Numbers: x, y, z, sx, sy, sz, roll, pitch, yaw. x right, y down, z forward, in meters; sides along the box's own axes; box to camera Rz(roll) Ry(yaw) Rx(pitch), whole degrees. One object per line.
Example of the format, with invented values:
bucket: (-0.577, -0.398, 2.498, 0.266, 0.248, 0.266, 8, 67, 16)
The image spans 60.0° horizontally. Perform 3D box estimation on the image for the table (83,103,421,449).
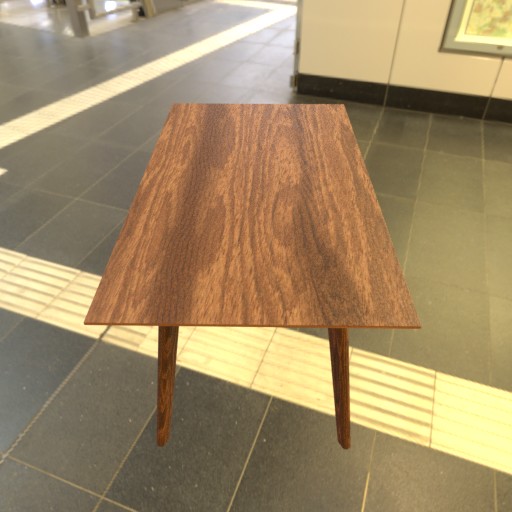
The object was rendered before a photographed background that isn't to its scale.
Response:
table: (0.000, 0.000, 1.797, 0.801, 0.724, 1.349, 1, 40, 1)
